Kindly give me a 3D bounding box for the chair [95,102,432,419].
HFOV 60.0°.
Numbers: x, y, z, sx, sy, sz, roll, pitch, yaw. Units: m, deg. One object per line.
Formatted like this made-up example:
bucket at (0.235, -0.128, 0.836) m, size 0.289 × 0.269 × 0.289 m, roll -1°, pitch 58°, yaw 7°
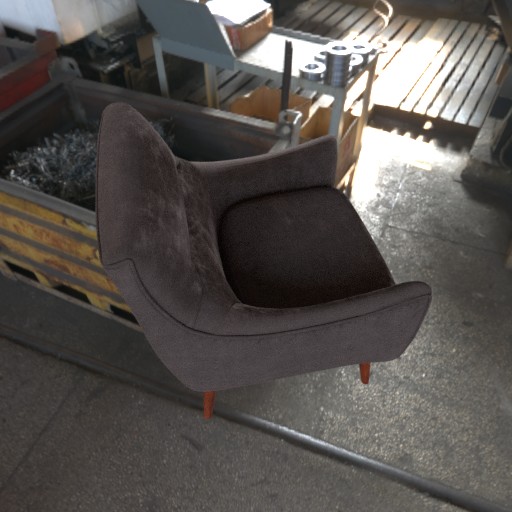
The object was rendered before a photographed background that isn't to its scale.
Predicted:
chair at (0.000, 0.000, 1.403) m, size 0.787 × 0.838 × 0.762 m, roll -9°, pitch 48°, yaw -9°
